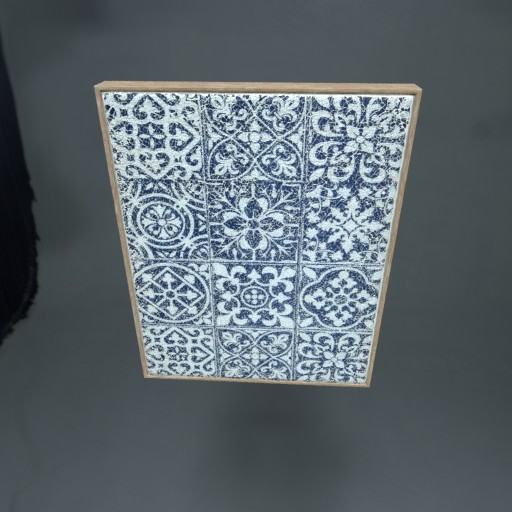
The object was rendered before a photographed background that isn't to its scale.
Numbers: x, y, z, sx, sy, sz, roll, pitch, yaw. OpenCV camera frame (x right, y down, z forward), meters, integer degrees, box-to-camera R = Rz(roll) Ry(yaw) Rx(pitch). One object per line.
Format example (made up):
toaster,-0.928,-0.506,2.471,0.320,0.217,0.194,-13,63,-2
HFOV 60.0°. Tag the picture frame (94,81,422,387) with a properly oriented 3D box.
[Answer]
picture frame,0.000,0.000,0.722,0.424,0.526,0.043,2,30,3
